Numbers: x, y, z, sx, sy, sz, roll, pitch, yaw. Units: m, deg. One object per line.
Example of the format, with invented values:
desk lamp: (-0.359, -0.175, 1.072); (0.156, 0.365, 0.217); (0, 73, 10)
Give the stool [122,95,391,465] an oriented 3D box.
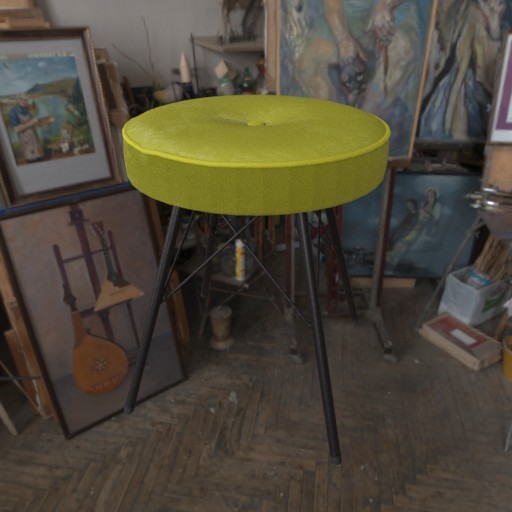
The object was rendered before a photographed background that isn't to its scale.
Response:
stool: (0.000, 0.000, 0.810); (0.409, 0.508, 0.409); (8, 31, 13)
